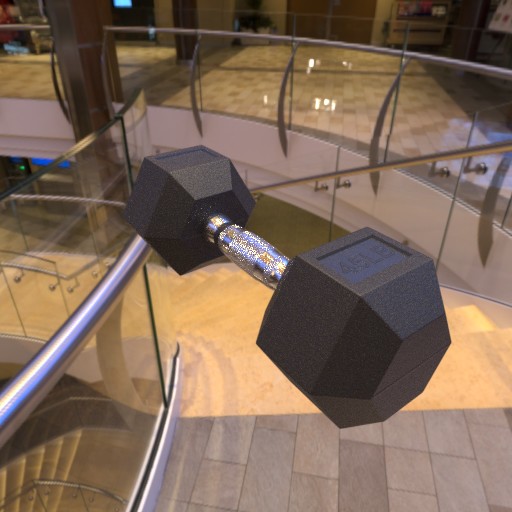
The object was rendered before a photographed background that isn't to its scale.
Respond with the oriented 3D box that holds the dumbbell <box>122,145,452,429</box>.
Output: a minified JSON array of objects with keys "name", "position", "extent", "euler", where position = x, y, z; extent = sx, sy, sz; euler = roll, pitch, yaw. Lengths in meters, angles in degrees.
[{"name":"dumbbell","position":[0.000,0.000,0.418],"extent":[0.141,0.123,0.356],"euler":[-21,37,-30]}]
